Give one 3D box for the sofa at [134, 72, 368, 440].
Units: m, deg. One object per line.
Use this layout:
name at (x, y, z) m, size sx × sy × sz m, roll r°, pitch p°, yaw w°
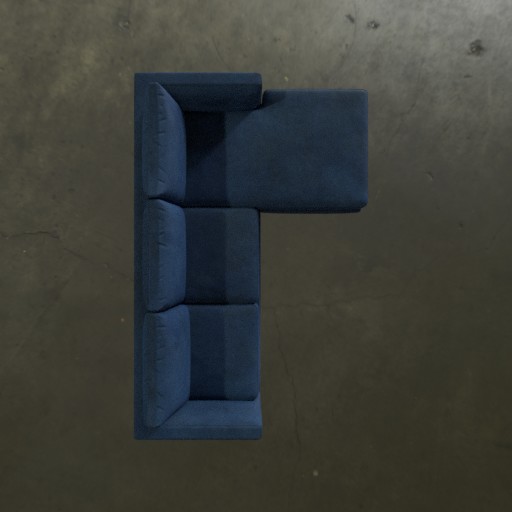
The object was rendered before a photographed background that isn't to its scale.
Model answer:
sofa at (0.000, 0.000, 3.179) m, size 1.622 × 0.987 × 2.438 m, roll 0°, pitch 90°, yaw 0°
